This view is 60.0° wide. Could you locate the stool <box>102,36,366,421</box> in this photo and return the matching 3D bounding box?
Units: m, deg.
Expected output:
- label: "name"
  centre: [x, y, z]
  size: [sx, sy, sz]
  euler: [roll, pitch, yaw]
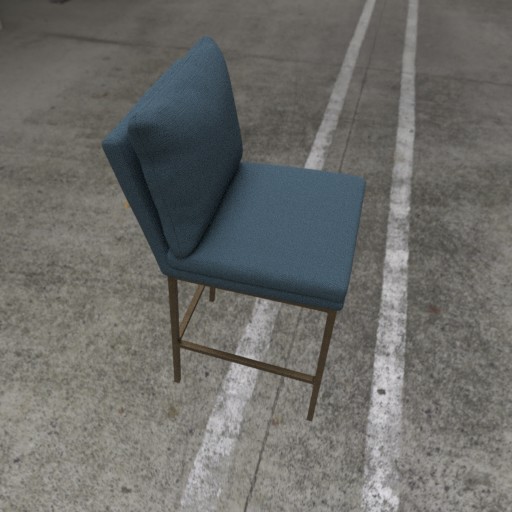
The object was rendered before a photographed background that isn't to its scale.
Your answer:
- label: "stool"
  centre: [0.000, 0.000, 1.369]
  size: [0.568, 1.124, 0.463]
  euler: [11, 48, 10]
